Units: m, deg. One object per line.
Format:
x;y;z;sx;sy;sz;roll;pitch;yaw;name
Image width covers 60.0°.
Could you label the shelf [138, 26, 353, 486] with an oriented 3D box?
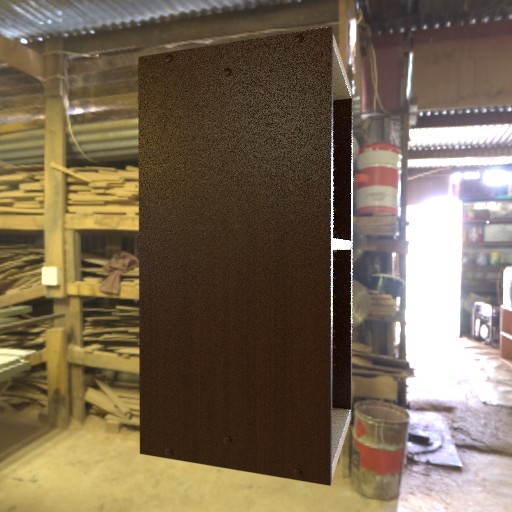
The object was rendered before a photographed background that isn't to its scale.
0.000;0.000;0.742;0.290;0.600;0.253;0;1;18;shelf
